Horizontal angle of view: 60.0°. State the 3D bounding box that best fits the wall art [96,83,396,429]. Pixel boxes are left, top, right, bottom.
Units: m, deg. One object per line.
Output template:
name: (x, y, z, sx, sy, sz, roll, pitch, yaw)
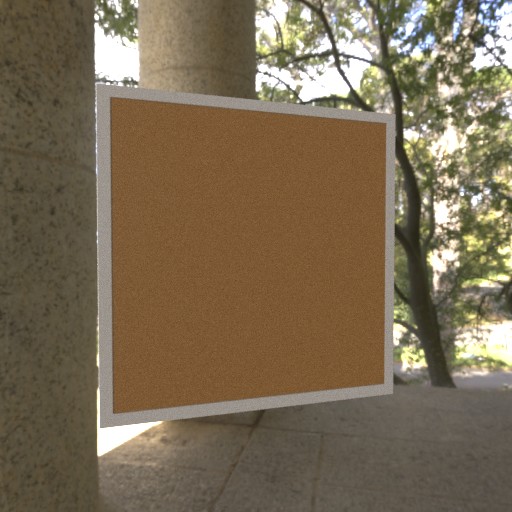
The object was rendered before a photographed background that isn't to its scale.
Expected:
wall art: (0.000, 0.000, 0.454, 0.305, 0.305, 0.038, -1, 2, -18)
